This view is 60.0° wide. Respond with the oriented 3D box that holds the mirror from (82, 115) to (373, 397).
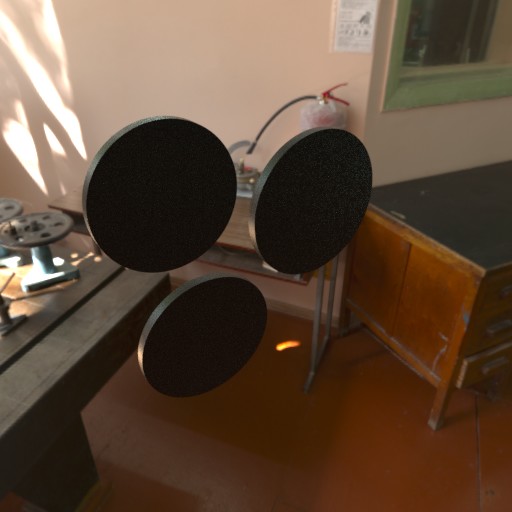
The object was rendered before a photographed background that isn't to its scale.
[{"bbox_3d":[0.000,0.000,3.149,2.160,2.096,0.076,-19,36,-29],"label":"mirror"}]
